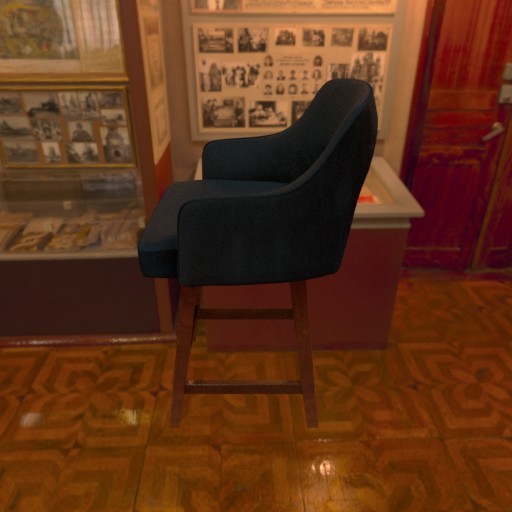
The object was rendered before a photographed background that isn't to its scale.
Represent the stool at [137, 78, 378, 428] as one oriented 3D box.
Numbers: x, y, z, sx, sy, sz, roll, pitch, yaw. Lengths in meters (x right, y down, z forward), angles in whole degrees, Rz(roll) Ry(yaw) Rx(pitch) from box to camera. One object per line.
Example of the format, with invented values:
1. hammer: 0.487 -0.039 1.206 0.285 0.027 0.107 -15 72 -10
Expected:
1. stool: 0.000 0.000 1.281 0.560 0.940 0.550 0 28 0
